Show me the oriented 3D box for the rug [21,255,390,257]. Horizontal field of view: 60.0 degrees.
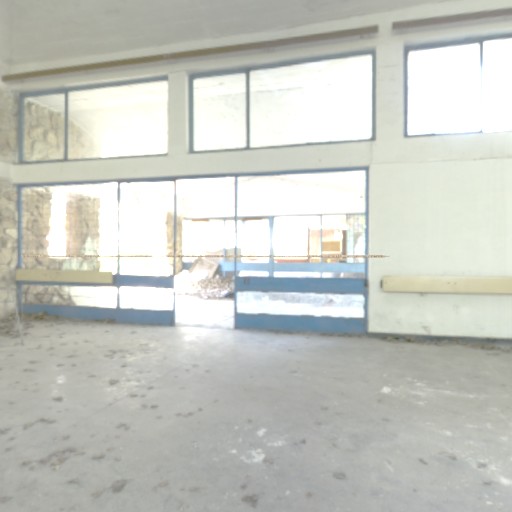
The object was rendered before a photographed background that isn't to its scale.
[{"bbox_3d":[0.000,0.000,4.267,2.448,0.013,3.205,0,0,17],"label":"rug"}]
